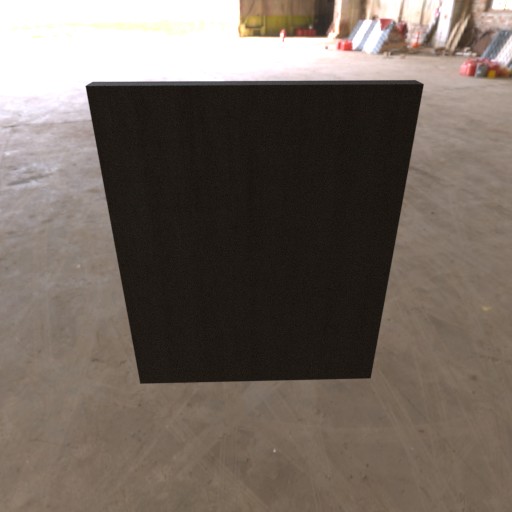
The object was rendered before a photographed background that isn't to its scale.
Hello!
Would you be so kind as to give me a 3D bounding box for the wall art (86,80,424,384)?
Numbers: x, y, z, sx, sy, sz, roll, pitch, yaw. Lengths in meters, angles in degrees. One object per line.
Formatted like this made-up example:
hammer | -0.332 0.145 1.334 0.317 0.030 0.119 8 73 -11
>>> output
wall art | 0.000 0.000 0.750 0.455 0.552 0.034 -1 30 -2
